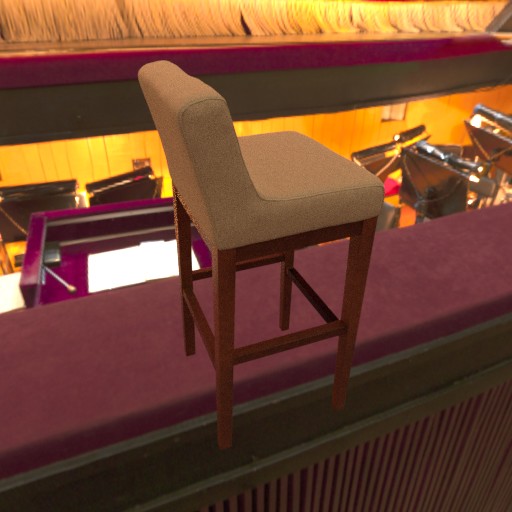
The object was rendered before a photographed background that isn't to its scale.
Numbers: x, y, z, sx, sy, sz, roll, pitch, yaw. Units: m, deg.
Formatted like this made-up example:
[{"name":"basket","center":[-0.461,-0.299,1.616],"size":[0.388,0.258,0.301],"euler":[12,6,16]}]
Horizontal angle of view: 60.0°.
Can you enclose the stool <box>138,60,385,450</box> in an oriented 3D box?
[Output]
[{"name":"stool","center":[0.000,0.000,1.316],"size":[0.500,1.037,0.511],"euler":[-11,33,-18]}]
